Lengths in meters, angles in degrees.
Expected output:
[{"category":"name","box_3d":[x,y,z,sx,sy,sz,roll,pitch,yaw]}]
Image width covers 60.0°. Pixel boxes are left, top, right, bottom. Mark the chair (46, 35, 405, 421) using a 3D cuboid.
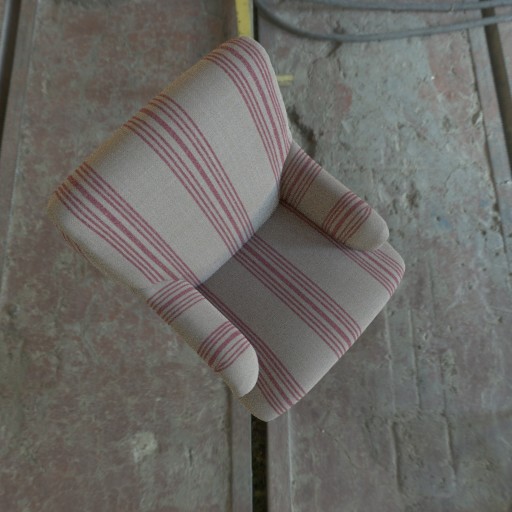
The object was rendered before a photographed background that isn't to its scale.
[{"category":"chair","box_3d":[0.000,0.000,1.808,1.058,1.123,0.933,42,79,10]}]
